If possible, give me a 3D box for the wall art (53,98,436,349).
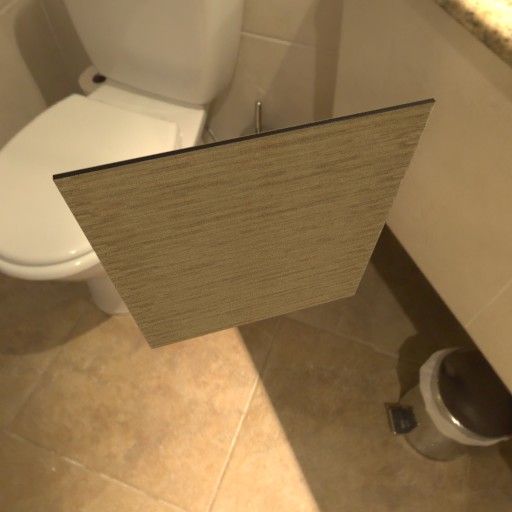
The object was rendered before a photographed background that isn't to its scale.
[{"bbox_3d":[0.000,0.000,0.778,0.483,0.559,0.009,-14,59,-8],"label":"wall art"}]
